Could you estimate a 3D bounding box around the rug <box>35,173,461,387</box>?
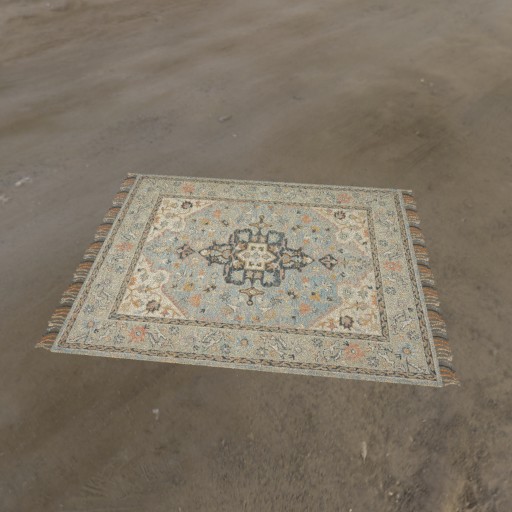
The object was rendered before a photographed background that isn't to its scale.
[{"bbox_3d":[0.000,0.000,2.225,1.730,0.009,1.278,4,45,4],"label":"rug"}]
